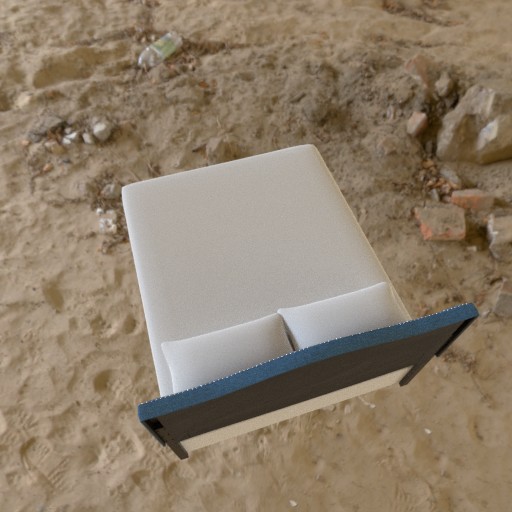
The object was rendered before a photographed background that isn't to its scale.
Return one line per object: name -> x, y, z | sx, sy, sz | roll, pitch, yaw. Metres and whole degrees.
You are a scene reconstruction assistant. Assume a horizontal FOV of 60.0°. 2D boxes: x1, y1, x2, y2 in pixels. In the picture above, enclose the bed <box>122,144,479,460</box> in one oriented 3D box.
bed -> 0.000, 0.000, 2.820 | 1.610, 1.169, 1.872 | -15, 58, -9
